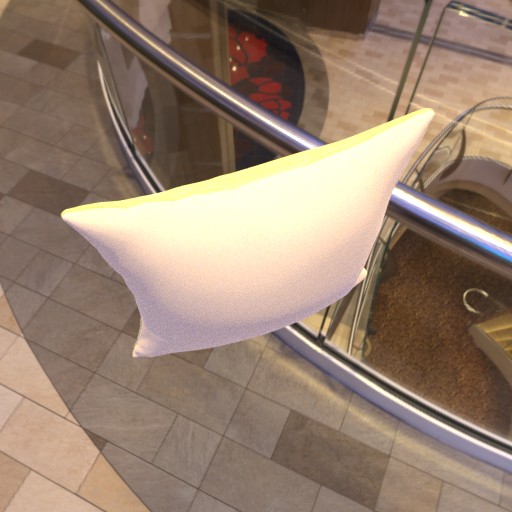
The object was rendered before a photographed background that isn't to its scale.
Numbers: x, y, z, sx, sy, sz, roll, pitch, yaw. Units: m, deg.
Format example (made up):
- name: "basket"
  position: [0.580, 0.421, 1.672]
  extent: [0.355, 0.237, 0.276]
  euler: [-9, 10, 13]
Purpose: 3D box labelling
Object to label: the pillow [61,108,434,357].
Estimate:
- name: "pillow"
  position: [0.000, 0.000, 0.792]
  extent: [0.560, 0.487, 0.229]
  euler: [-18, 60, -11]
